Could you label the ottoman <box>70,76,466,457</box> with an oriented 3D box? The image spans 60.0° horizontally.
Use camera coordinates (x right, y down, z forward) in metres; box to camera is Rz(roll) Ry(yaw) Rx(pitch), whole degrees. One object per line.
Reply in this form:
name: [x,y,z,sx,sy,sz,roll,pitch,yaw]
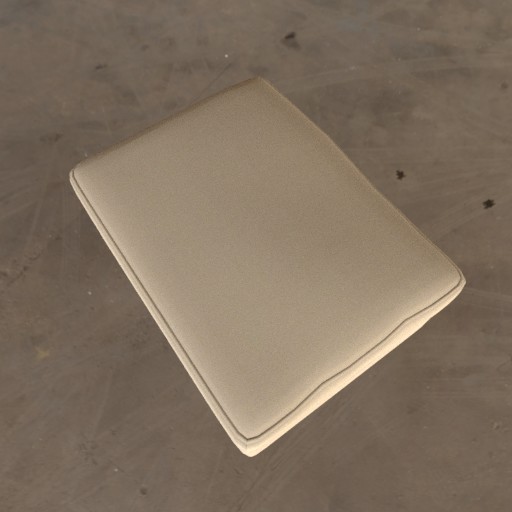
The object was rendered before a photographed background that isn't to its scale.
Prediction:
ottoman: [0.000,0.000,1.216,0.634,0.485,0.818,-32,67,-15]
